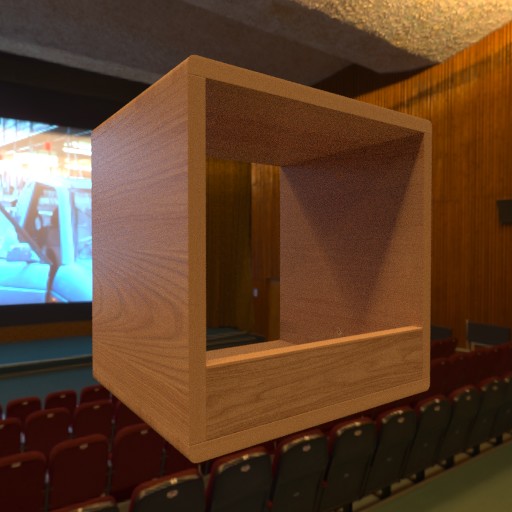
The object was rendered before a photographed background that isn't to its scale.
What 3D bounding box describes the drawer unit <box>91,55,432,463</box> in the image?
[{"bbox_3d":[0.000,0.000,0.587,0.344,0.344,0.290,-1,1,-35],"label":"drawer unit"}]
